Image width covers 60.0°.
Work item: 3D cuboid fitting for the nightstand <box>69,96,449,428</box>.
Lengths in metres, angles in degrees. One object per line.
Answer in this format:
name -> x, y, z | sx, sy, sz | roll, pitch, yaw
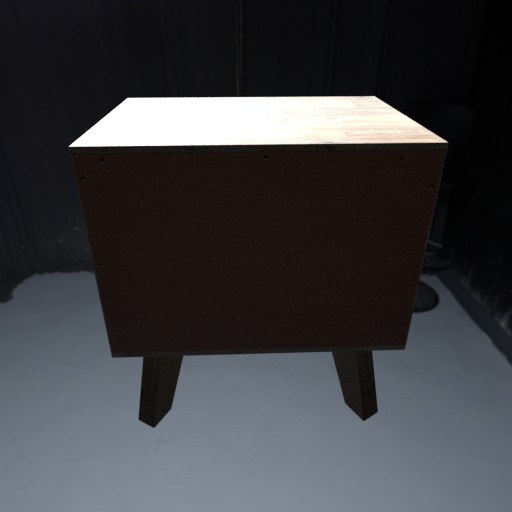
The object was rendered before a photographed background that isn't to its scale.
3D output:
nightstand -> 0.000, 0.000, 0.957 | 0.552, 0.589, 0.396 | -1, 29, -2
